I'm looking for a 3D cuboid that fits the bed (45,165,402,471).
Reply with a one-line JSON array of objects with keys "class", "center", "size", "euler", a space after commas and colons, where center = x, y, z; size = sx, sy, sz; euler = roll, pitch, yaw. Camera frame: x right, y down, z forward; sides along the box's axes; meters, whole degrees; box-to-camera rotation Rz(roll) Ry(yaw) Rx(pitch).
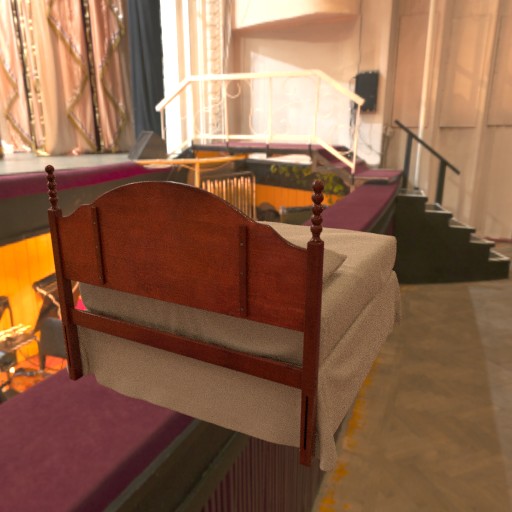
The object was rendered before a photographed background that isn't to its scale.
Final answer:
[{"class": "bed", "center": [0.000, 0.000, 3.153], "size": [1.873, 1.356, 2.040], "euler": [8, 18, 27]}]
